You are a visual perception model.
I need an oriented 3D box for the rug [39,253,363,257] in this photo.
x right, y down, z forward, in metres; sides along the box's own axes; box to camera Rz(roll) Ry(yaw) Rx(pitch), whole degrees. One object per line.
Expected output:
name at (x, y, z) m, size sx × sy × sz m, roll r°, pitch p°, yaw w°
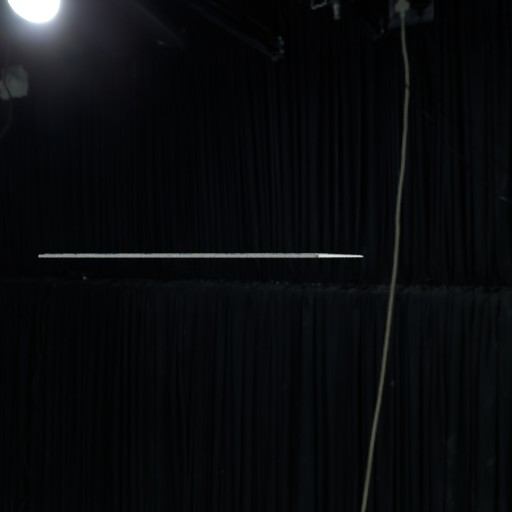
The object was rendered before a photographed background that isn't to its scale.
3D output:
rug at (0.000, 0.000, 1.443) m, size 0.605 × 0.007 × 1.220 m, roll 0°, pitch 0°, yaw 17°
